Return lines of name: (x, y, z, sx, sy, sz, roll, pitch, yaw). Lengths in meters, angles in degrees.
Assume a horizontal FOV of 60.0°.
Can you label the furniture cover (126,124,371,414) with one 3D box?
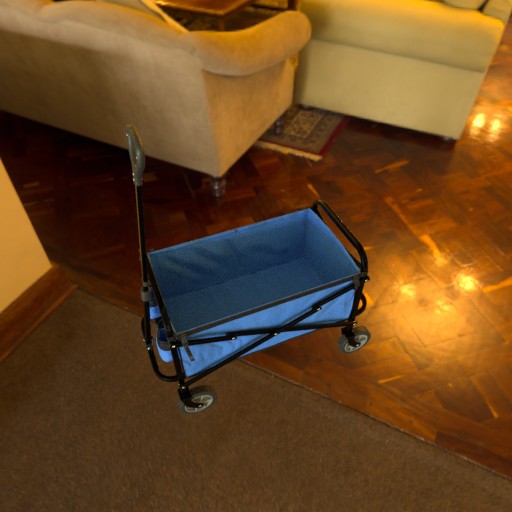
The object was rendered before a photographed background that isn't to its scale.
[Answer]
furniture cover: (0.000, 0.000, 1.805, 1.038, 1.295, 0.532, -17, 48, -16)
